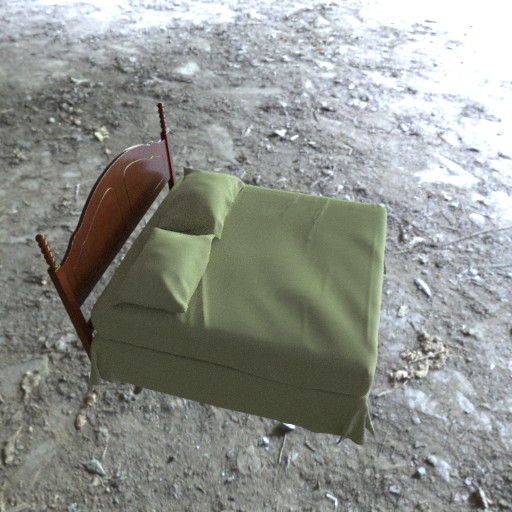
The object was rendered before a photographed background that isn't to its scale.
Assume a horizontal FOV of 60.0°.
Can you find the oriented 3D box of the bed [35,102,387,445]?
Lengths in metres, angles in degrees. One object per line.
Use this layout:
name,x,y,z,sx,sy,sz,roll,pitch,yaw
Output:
bed,0.000,0.000,3.209,2.040,1.356,1.873,10,45,10
